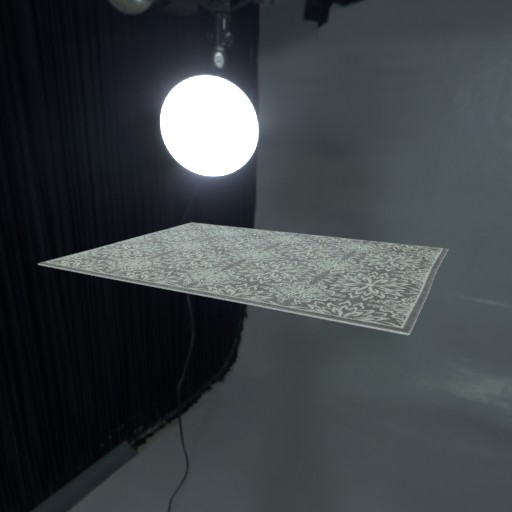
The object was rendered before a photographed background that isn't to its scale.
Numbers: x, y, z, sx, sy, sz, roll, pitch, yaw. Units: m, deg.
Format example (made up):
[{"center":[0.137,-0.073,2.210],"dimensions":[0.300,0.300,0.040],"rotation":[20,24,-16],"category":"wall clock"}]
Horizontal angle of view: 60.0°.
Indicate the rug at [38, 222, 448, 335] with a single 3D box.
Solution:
[{"center":[0.000,0.000,2.929],"dimensions":[2.213,0.014,1.608],"rotation":[8,16,27],"category":"rug"}]
